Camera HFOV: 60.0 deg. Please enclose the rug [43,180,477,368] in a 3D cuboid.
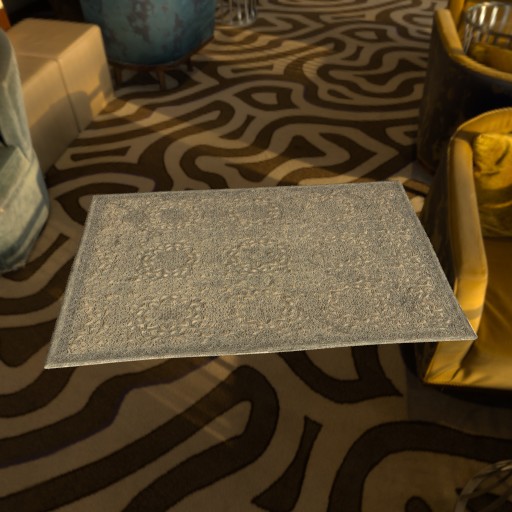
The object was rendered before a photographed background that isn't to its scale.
[{"bbox_3d":[0.000,0.000,3.056,2.498,0.022,1.535,-3,46,-3],"label":"rug"}]
